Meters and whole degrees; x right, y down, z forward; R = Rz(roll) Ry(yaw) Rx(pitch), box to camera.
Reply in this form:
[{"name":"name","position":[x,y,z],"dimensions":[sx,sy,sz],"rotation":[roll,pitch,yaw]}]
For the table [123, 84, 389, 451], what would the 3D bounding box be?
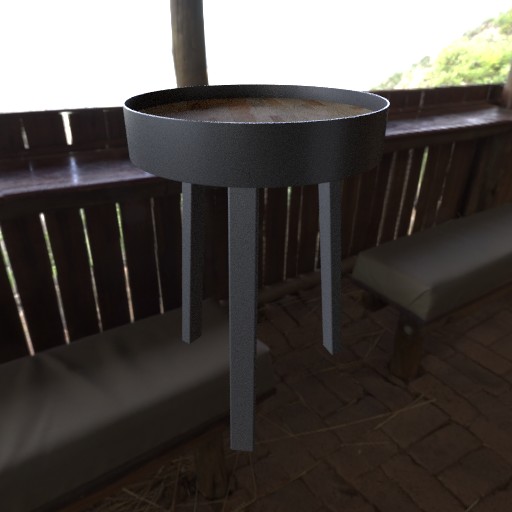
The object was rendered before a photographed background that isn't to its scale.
[{"name":"table","position":[0.000,0.000,0.827],"dimensions":[0.406,0.559,0.406],"rotation":[0,27,0]}]
